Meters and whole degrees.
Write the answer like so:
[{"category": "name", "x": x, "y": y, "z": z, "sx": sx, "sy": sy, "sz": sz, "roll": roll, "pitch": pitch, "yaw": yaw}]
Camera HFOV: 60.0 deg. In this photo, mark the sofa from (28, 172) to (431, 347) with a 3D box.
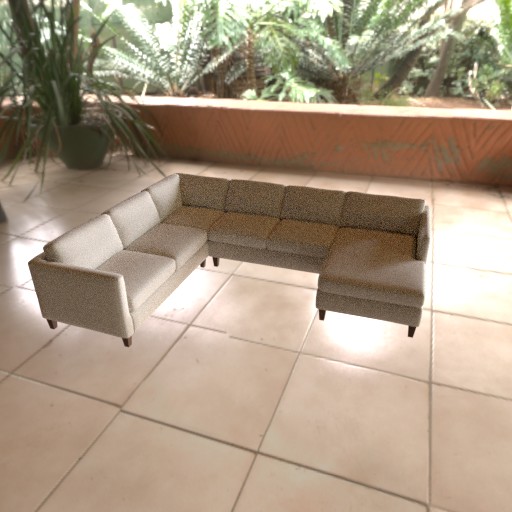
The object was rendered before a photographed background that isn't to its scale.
[{"category": "sofa", "x": 0.000, "y": 0.000, "z": 4.415, "sx": 3.238, "sy": 0.853, "sz": 2.551, "roll": 9, "pitch": 28, "yaw": 17}]
